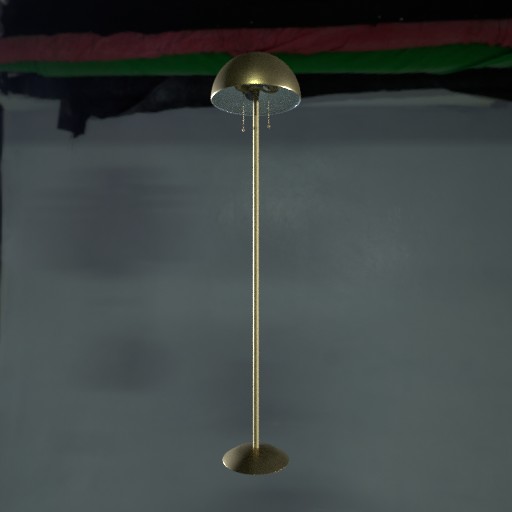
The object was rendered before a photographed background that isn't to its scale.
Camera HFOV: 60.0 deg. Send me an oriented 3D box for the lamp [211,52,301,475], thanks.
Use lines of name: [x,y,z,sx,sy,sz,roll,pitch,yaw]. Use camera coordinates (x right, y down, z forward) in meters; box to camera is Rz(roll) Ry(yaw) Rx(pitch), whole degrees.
lamp: [0.000,0.000,1.620,0.328,1.480,0.328,0,0,0]
